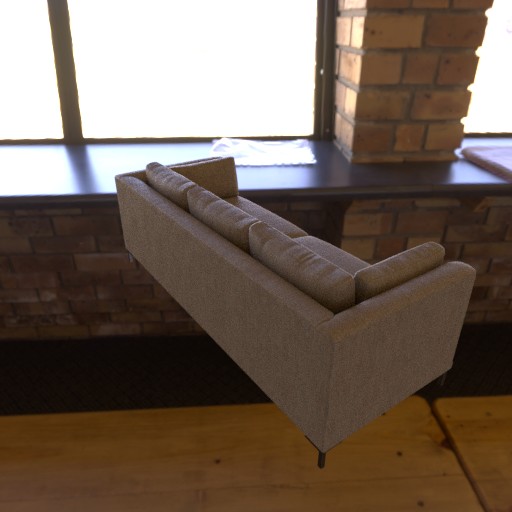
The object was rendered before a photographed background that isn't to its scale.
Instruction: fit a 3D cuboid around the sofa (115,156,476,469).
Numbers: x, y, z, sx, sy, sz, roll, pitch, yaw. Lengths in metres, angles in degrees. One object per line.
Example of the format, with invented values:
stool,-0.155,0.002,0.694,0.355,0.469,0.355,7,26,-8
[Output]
sofa,0.000,0.000,2.913,0.969,0.867,2.415,-18,33,-30
